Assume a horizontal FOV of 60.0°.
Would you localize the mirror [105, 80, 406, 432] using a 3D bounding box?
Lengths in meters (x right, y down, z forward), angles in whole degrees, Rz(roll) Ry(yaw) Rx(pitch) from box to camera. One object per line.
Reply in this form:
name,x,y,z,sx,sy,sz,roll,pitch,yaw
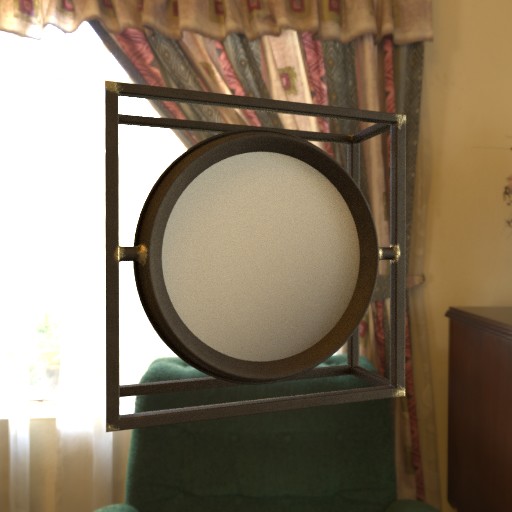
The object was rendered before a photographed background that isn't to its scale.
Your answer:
mirror,0.000,0.000,0.476,0.306,0.303,0.107,0,1,-18
